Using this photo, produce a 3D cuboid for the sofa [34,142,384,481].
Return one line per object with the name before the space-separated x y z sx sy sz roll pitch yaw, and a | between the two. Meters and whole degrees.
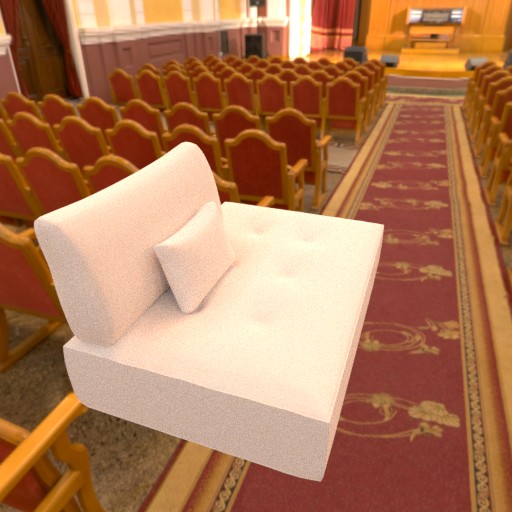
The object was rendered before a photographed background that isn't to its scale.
sofa | 0.000 0.000 1.995 1.000 0.820 1.450 10 31 18
